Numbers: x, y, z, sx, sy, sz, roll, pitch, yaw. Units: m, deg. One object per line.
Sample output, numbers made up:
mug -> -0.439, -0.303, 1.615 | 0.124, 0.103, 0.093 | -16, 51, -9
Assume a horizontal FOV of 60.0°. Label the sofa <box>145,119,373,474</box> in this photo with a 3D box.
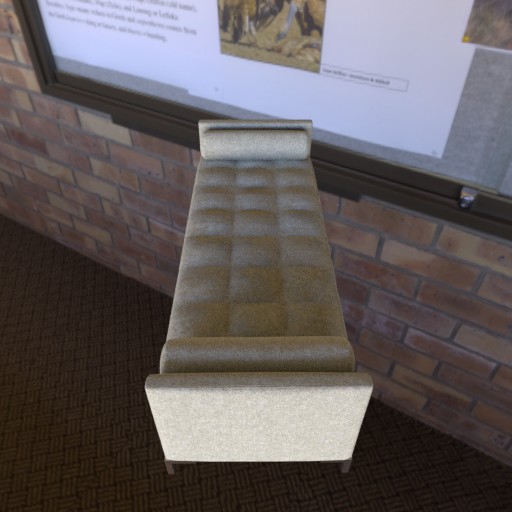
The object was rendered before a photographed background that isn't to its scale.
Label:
sofa -> 0.000, 0.000, 2.465 | 0.797, 0.657, 2.102 | 0, 42, 0
